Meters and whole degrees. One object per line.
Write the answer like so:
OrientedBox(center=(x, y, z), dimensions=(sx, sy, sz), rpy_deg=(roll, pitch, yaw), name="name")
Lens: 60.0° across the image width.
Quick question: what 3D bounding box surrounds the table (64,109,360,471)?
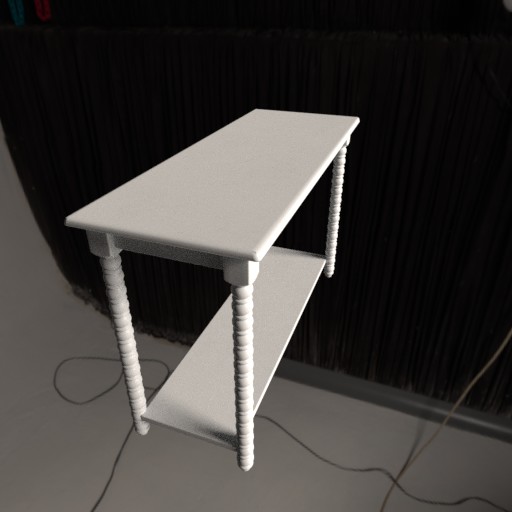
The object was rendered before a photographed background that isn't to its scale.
OrientedBox(center=(0.000, 0.000, 1.555), dimensions=(0.459, 0.740, 1.184), rpy_deg=(11, 32, 18), name="table")
